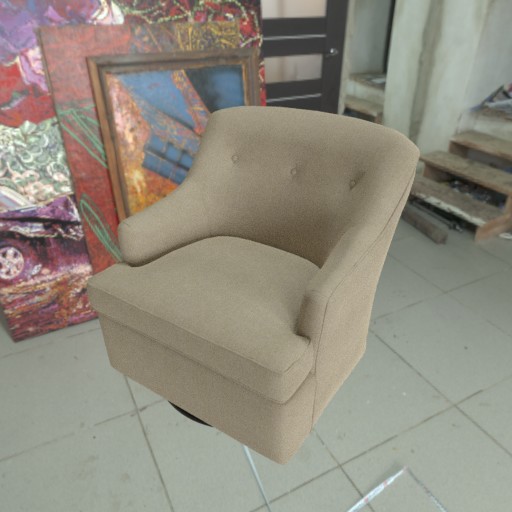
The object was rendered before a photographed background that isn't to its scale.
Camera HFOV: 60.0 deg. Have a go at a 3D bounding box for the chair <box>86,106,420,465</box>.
[{"bbox_3d":[0.000,0.000,1.594,0.864,0.856,0.923,19,36,28],"label":"chair"}]
